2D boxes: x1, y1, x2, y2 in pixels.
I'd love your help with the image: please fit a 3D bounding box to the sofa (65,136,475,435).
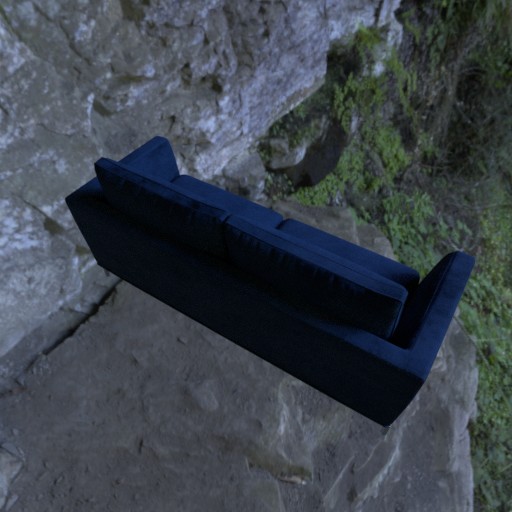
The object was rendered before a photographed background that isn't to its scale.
[{"bbox_3d":[0.000,0.000,2.662,2.212,0.998,0.853,25,52,22],"label":"sofa"}]
